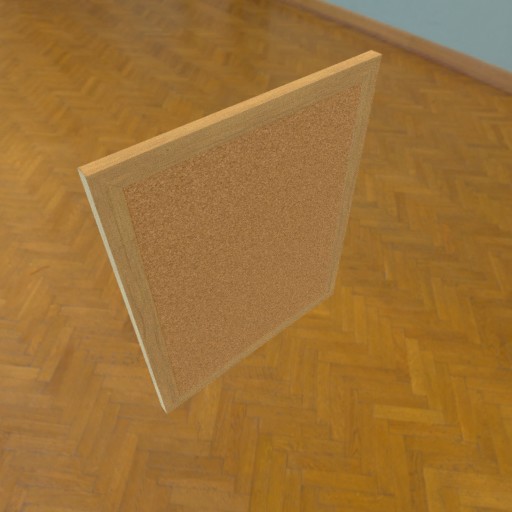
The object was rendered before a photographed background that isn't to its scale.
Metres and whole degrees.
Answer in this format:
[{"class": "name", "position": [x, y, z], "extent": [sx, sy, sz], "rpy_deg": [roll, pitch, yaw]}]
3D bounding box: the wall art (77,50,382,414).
[{"class": "wall art", "position": [0.000, 0.000, 0.754], "extent": [0.460, 0.561, 0.020], "rpy_deg": [-31, 54, -26]}]
